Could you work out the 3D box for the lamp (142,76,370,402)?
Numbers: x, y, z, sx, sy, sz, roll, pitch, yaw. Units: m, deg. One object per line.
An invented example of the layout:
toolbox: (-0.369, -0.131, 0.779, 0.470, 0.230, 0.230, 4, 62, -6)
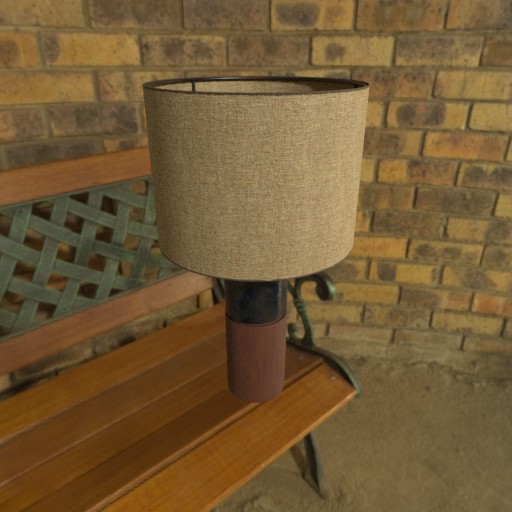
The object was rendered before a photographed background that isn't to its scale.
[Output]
lamp: (0.000, 0.000, 0.478, 0.202, 0.350, 0.202, 0, 25, 0)
